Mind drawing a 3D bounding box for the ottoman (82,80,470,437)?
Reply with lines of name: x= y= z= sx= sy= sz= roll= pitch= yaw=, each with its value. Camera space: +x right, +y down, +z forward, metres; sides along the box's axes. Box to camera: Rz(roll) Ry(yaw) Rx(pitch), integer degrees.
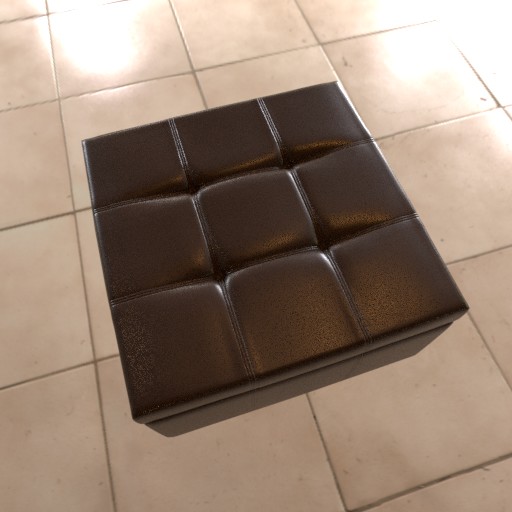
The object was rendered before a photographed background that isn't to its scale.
ottoman: x=0.000 y=0.000 z=1.301 sx=0.788 sy=0.460 sz=0.787 roll=-16 pitch=64 yaw=-8
